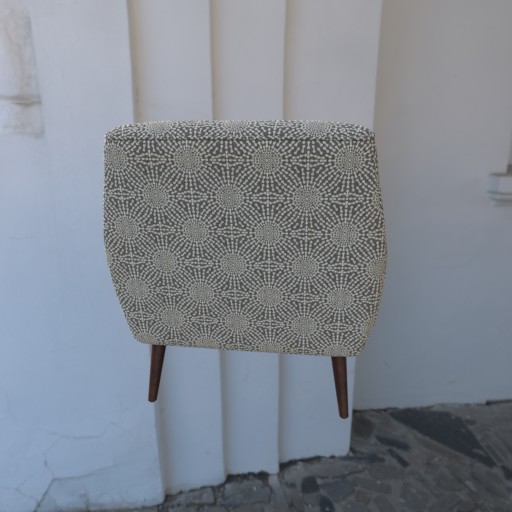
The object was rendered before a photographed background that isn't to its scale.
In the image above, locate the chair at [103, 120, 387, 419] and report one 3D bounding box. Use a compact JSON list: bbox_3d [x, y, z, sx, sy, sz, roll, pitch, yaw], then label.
[{"bbox_3d":[0.000,0.000,1.457,0.762,0.838,0.787,2,16,8],"label":"chair"}]
